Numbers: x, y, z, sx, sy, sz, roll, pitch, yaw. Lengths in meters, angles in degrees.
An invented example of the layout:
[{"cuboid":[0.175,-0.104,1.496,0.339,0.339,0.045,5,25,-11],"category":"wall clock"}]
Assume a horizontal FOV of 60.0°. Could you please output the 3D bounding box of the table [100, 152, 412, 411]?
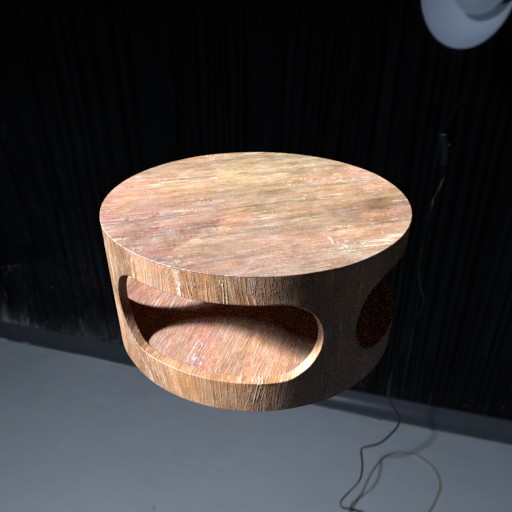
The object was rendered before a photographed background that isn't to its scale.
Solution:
[{"cuboid":[0.000,0.000,1.556,0.974,0.450,0.974,0,30,0],"category":"table"}]
